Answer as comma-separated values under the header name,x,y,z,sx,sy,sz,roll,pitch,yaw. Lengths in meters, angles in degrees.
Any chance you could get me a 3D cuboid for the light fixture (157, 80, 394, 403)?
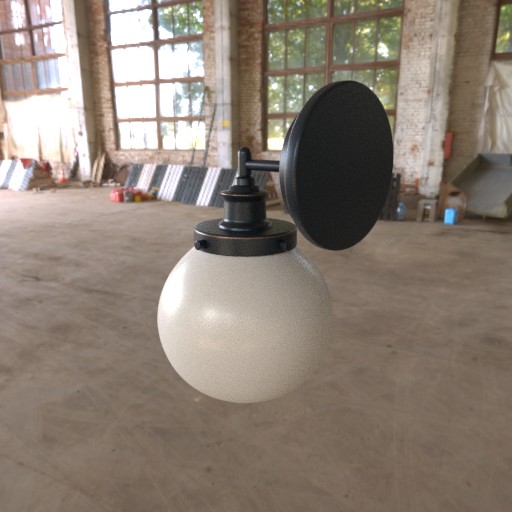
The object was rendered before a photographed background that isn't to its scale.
name,x,y,z,sx,sy,sz,roll,pitch,yaw
light fixture,0.000,0.000,0.475,0.197,0.332,0.230,-13,20,-41
